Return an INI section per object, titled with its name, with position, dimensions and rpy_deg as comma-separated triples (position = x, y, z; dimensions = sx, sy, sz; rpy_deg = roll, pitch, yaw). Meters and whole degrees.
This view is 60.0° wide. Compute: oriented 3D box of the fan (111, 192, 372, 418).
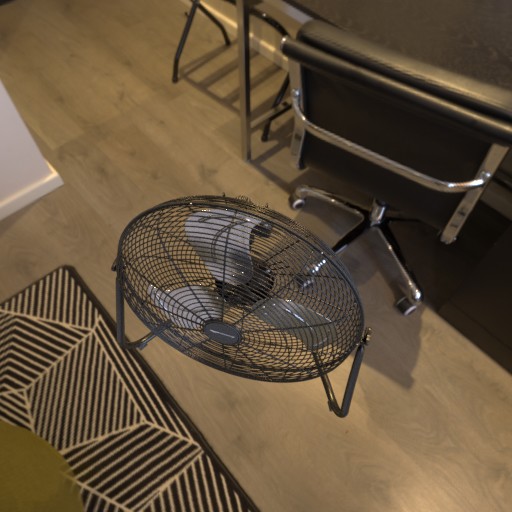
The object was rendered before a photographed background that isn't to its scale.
[fan]
position = 0.000, 0.000, 1.022
dimensions = 0.595, 0.605, 0.470
rpy_deg = 15, 59, 9
